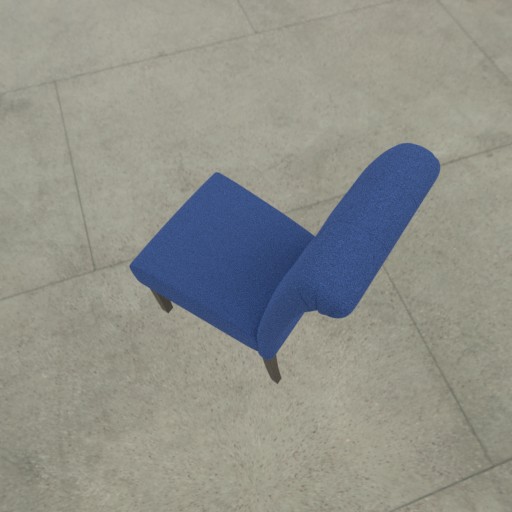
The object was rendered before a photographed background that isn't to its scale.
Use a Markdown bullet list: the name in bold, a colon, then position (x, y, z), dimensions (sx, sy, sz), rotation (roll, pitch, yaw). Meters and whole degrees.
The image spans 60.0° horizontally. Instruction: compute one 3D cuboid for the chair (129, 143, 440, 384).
- **chair**: position (0.000, 0.000, 1.331), dimensions (0.671, 1.006, 0.456), rotation (32, 67, 15)
